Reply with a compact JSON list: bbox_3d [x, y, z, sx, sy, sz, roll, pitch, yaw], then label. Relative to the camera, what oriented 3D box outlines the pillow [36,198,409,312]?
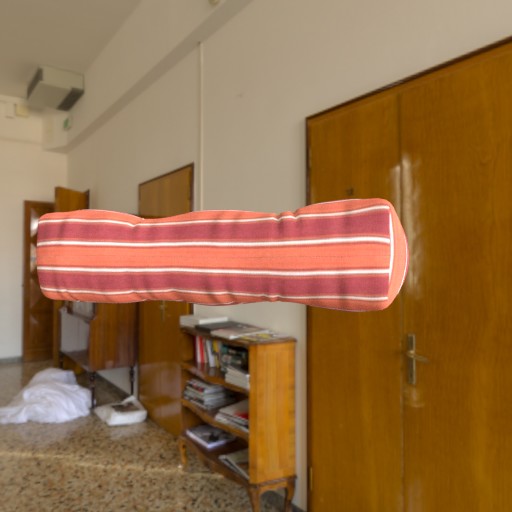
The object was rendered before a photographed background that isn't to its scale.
[{"bbox_3d":[0.000,0.000,0.720,0.468,0.133,0.490,0,-1,19],"label":"pillow"}]
